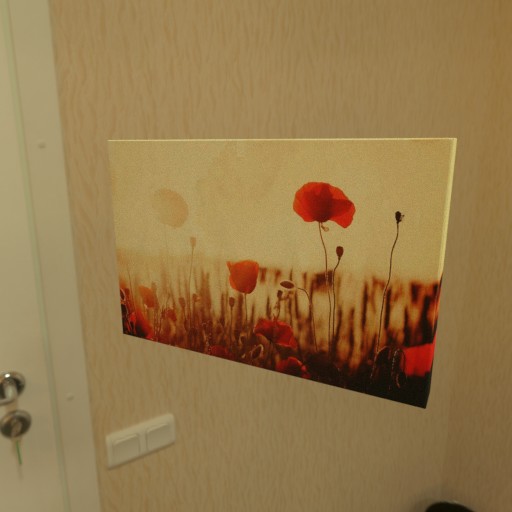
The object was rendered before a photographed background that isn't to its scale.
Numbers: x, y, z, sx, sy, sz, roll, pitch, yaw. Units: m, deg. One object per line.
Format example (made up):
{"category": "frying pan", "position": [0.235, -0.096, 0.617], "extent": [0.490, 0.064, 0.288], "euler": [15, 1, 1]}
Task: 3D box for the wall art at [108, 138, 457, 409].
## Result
{"category": "wall art", "position": [0.000, 0.000, 0.493], "extent": [0.383, 0.251, 0.037], "euler": [7, 16, 26]}
